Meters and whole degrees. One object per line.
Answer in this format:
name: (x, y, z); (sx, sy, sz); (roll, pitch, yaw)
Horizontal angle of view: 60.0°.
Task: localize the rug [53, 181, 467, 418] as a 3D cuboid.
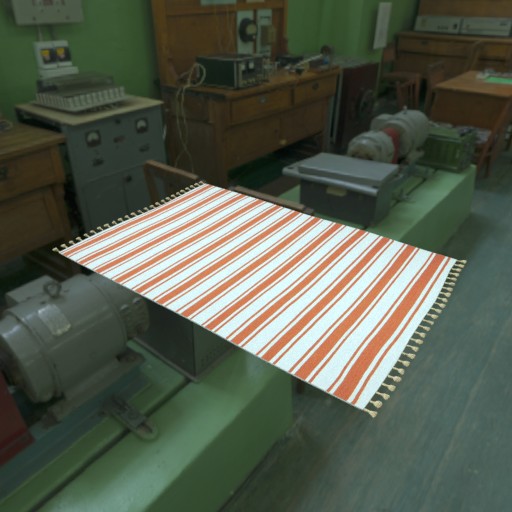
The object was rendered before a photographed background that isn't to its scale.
rug: (0.000, 0.000, 3.043); (2.433, 0.022, 1.556); (21, 37, 30)
